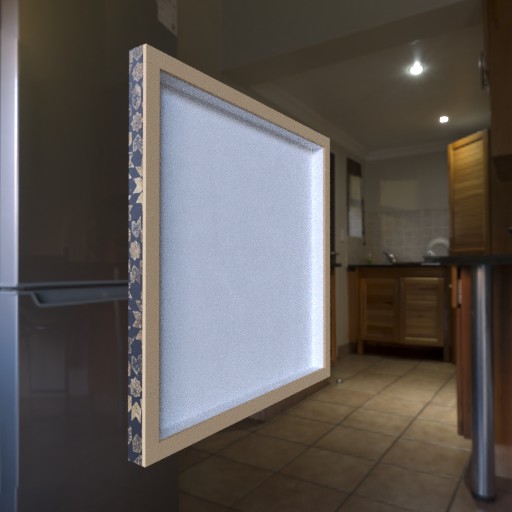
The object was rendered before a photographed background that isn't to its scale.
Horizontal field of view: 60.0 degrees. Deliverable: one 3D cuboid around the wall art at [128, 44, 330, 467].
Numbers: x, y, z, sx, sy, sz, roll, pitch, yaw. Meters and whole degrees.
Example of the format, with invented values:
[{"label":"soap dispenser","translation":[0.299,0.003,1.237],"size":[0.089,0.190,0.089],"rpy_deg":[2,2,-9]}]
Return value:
[{"label":"wall art","translation":[0.000,0.000,0.899],"size":[0.038,0.612,0.612],"rpy_deg":[0,-1,35]}]
